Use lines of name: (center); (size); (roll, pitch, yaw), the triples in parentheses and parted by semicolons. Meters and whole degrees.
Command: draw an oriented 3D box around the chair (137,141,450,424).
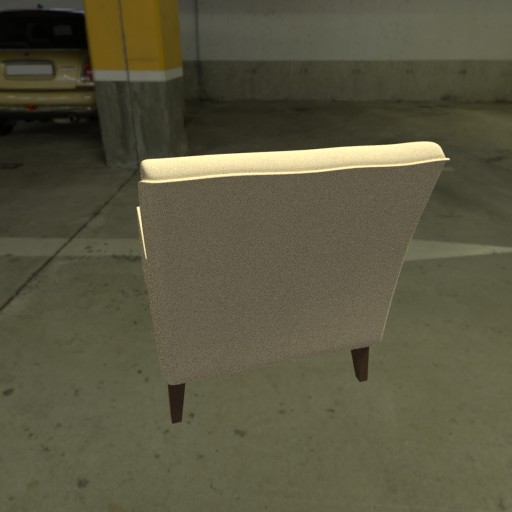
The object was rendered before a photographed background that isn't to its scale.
chair: (0.000, 0.000, 1.590); (0.780, 0.919, 0.899); (-7, 27, -15)
